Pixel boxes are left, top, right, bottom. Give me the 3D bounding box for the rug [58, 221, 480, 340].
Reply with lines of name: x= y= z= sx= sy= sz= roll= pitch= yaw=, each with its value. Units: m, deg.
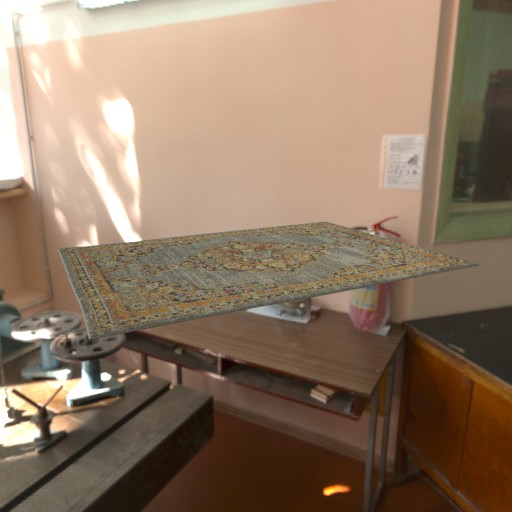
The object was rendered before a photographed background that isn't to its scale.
rug: x=0.000 y=0.000 z=3.909 sx=3.063 sy=0.024 sz=2.158 roll=-8 pitch=17 yaw=-26
